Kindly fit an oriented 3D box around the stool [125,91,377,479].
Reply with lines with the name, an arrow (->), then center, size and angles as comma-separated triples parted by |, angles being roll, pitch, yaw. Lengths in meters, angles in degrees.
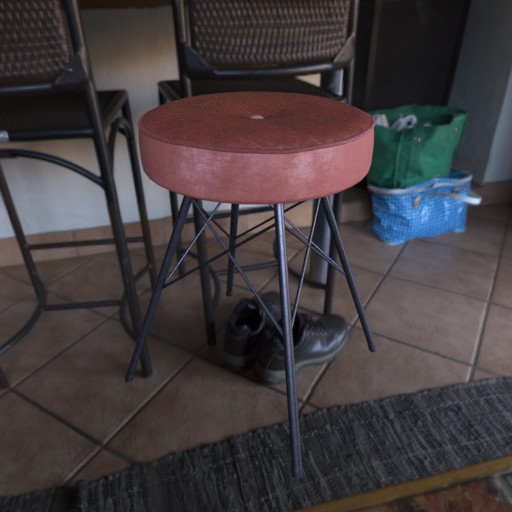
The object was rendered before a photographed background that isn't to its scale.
stool -> 0.000, 0.000, 0.914 | 0.457, 0.593, 0.421 | 18, 34, 28
